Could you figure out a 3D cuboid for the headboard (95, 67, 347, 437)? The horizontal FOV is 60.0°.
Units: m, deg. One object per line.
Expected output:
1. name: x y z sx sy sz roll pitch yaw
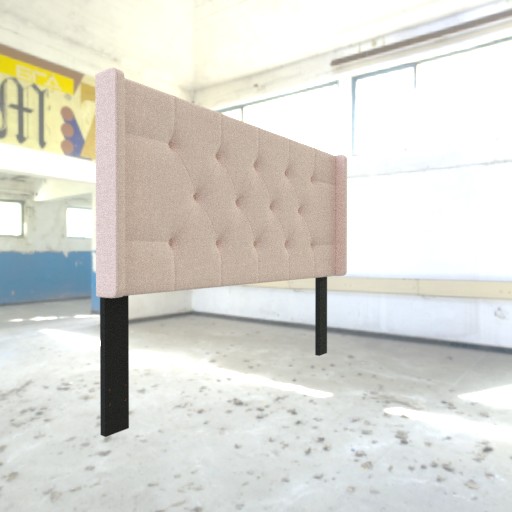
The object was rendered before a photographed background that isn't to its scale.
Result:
1. headboard: 0.000 0.000 2.620 0.184 1.524 2.051 0 1 37
